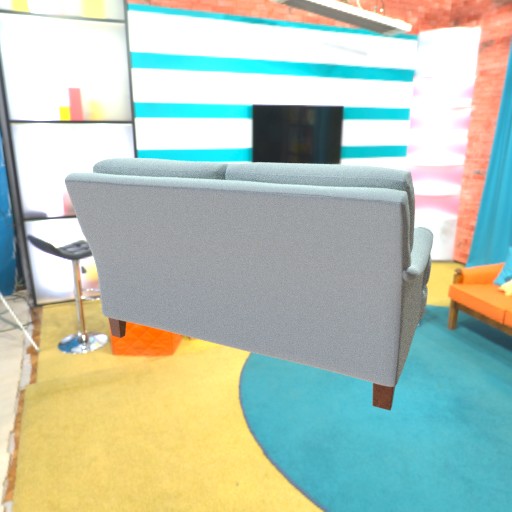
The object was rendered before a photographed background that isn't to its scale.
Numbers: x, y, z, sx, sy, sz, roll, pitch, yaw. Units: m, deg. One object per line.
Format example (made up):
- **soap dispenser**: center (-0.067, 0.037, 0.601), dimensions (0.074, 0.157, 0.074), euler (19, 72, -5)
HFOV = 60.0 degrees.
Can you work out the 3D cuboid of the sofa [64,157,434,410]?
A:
- **sofa**: center (0.000, 0.000, 2.558), dimensions (1.853, 1.101, 1.084), euler (8, 17, 26)
